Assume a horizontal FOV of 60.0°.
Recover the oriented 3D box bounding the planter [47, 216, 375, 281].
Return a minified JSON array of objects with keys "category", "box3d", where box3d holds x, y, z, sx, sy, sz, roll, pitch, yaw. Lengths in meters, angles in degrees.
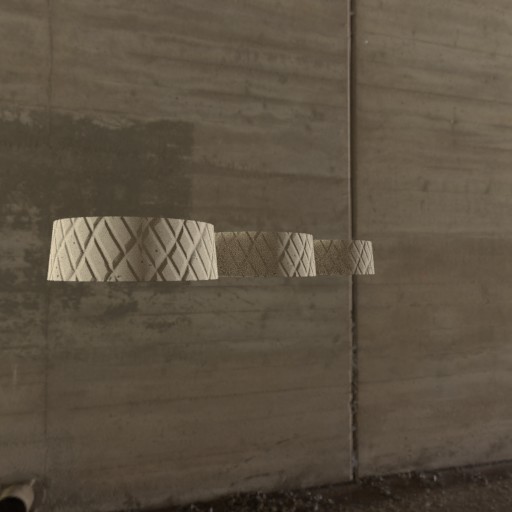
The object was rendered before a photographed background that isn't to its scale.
[{"category":"planter","box3d":[0.000,0.000,0.421,0.114,0.038,0.390,-1,-2,37]}]
